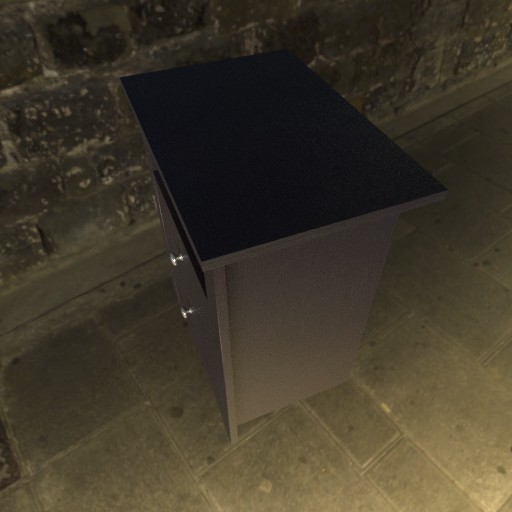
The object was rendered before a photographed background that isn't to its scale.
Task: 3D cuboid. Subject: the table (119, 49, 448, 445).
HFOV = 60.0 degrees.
[{"bbox_3d":[0.000,0.000,1.084,0.408,0.711,0.589,-17,49,-15],"label":"table"}]
